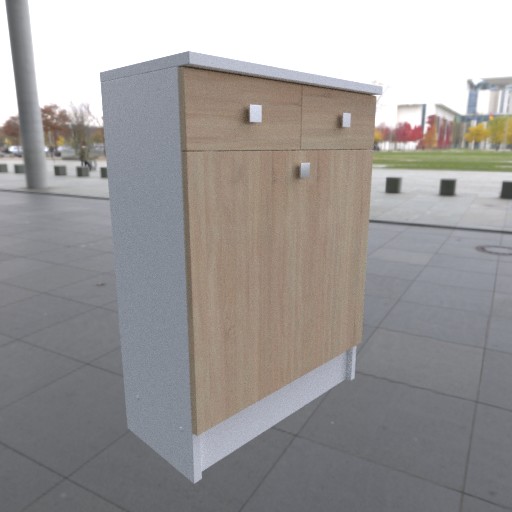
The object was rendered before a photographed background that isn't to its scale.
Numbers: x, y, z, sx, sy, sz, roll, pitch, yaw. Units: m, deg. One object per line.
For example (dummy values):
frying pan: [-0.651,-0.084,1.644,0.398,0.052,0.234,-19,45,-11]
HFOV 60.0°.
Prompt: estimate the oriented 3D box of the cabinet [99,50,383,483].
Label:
cabinet: [0.000,0.000,1.094,0.296,0.815,0.600,13,19,43]
